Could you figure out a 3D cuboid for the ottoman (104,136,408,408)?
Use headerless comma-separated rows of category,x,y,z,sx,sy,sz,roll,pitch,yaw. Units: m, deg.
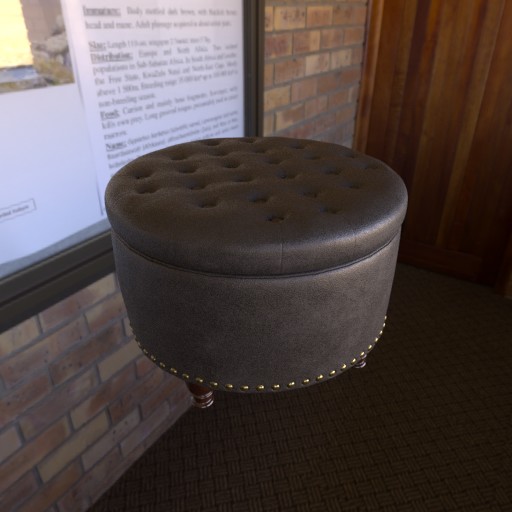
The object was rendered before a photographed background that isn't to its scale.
ottoman,0.000,0.000,1.058,0.637,0.442,0.637,0,29,0
